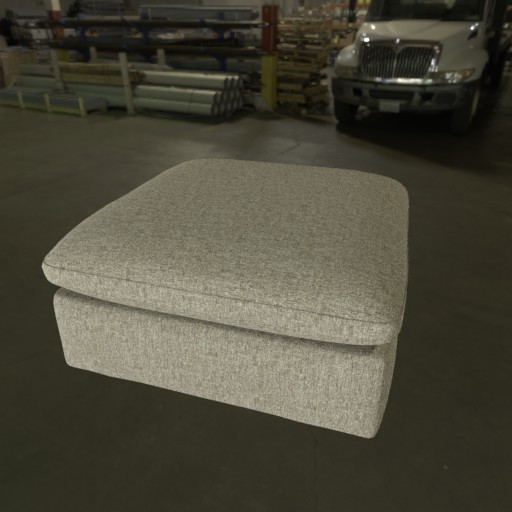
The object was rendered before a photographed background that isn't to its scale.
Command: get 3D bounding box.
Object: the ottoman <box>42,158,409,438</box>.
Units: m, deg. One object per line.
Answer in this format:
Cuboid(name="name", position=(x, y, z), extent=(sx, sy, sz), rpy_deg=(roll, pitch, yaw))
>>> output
Cuboid(name="ottoman", position=(0.000, 0.000, 1.618), extent=(1.035, 0.526, 1.039), rpy_deg=(8, 29, 15))
